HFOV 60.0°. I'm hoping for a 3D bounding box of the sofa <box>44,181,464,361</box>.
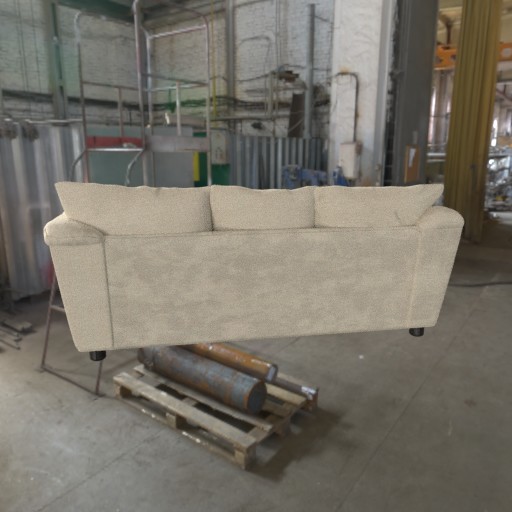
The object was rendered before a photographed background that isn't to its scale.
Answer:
[{"bbox_3d":[0.000,0.000,2.788,2.377,0.981,0.893,-2,13,-10],"label":"sofa"}]
